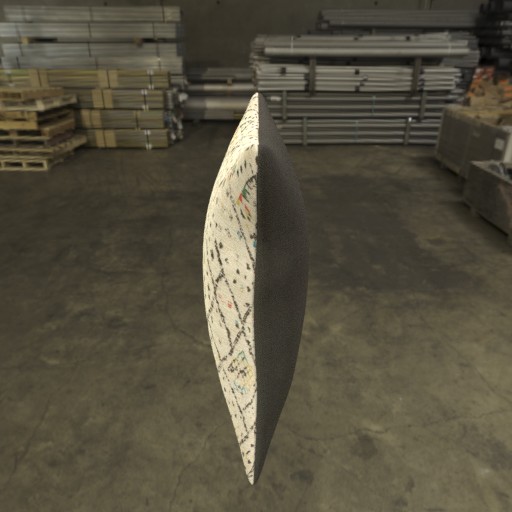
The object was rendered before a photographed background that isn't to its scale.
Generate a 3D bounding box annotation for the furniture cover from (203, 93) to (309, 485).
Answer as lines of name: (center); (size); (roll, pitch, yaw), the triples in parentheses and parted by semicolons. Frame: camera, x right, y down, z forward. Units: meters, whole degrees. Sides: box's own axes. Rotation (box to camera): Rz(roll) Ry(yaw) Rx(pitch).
furniture cover: (0.000, 0.000, 0.778); (0.180, 0.498, 0.525); (0, 27, 0)
